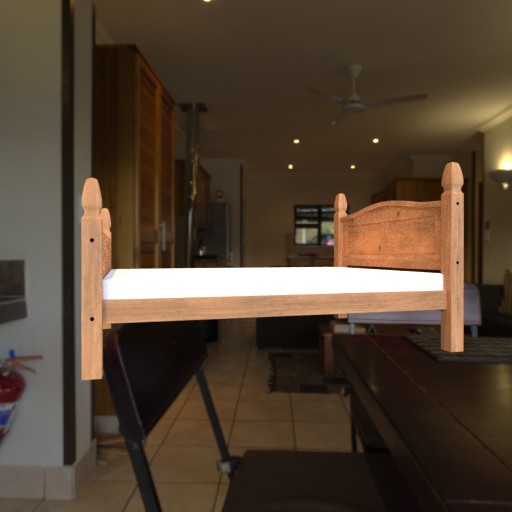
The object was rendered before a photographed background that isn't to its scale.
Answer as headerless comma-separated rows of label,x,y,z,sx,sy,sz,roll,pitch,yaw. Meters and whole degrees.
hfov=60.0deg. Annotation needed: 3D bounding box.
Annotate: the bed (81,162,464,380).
bed,0.000,0.000,2.981,2.069,1.100,1.490,0,0,-17
